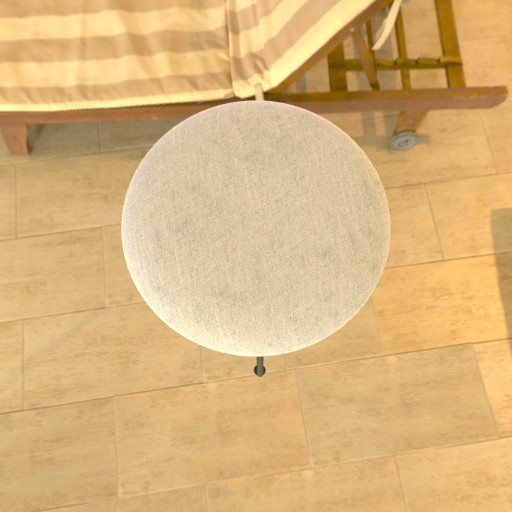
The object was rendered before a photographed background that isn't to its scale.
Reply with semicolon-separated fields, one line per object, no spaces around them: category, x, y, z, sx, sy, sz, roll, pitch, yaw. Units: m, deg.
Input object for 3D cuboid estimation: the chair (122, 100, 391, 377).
chair;0.000;0.000;0.665;0.350;0.386;0.350;-2;75;-1
